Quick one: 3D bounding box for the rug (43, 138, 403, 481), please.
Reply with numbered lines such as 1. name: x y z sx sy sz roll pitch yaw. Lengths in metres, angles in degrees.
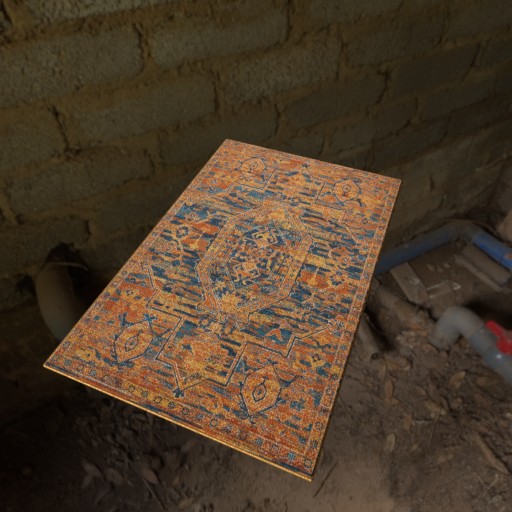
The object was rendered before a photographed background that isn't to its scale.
1. rug: 0.000 0.000 1.073 0.557 0.008 0.863 17 50 15
